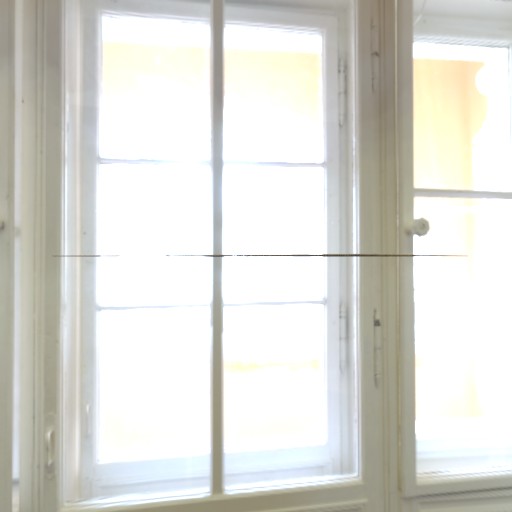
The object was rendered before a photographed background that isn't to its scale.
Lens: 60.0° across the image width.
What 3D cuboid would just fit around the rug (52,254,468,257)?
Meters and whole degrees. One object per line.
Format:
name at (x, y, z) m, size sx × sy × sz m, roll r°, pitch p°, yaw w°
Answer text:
rug at (0.000, 0.000, 3.734) m, size 2.895 × 0.006 × 1.981 m, roll 0°, pitch 0°, yaw 37°
